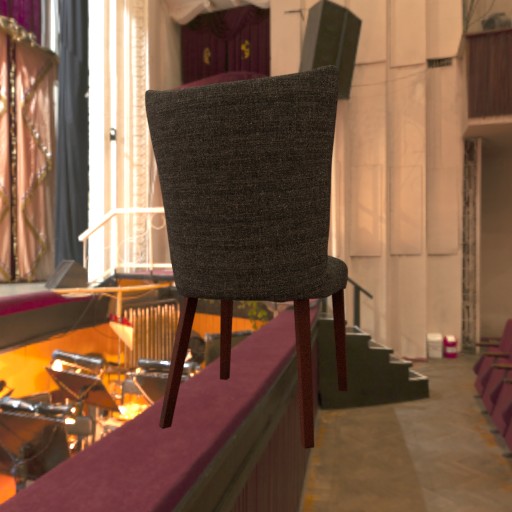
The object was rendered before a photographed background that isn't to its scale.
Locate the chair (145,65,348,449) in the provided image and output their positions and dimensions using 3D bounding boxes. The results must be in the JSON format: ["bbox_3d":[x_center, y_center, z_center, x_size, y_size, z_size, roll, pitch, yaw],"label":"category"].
[{"bbox_3d":[0.000,0.000,1.321,0.535,0.924,0.623,0,0,18],"label":"chair"}]
